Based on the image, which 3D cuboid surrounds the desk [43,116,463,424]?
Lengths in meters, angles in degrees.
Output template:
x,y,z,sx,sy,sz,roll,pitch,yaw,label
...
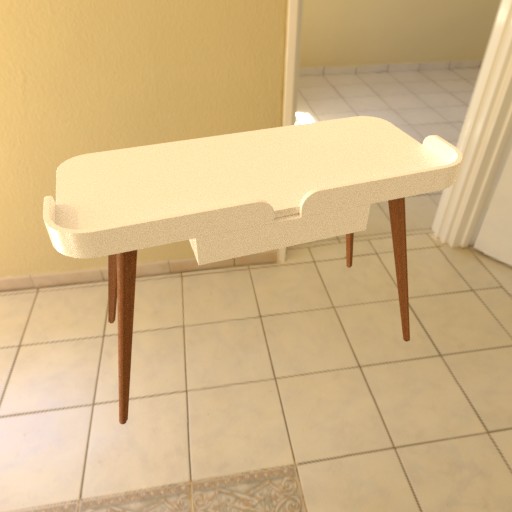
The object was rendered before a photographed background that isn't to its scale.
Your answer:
x,y,z,sx,sy,sz,roll,pitch,yaw,label
0.000,0.000,1.602,1.206,0.807,0.534,-12,40,-15,desk
